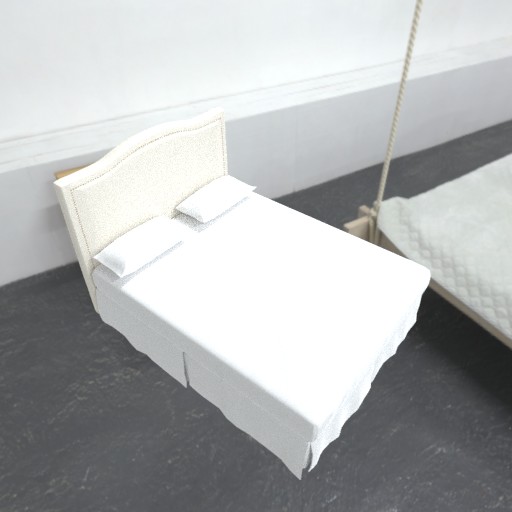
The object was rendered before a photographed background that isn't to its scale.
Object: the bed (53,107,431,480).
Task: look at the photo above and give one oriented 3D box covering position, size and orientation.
[{"bbox_3d":[0.000,0.000,3.448,2.282,1.436,1.821,27,48,28],"label":"bed"}]
